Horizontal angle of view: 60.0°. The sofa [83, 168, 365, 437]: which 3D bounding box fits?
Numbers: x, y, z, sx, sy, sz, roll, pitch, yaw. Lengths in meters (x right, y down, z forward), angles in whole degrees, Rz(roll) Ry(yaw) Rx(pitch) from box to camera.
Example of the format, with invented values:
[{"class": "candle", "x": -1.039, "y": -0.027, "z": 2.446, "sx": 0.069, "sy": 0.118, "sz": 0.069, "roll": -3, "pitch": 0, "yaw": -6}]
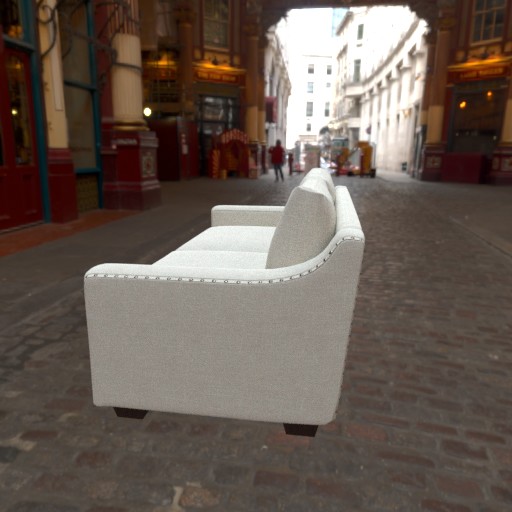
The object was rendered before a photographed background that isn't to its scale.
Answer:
[{"class": "sofa", "x": 0.000, "y": 0.000, "z": 2.666, "sx": 1.104, "sy": 0.983, "sz": 2.107, "roll": 2, "pitch": 14, "yaw": 9}]
